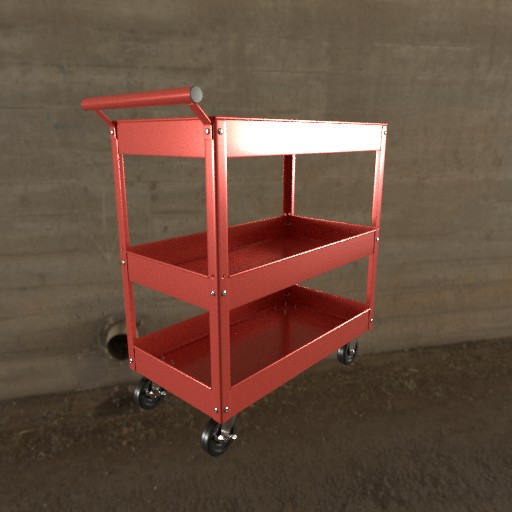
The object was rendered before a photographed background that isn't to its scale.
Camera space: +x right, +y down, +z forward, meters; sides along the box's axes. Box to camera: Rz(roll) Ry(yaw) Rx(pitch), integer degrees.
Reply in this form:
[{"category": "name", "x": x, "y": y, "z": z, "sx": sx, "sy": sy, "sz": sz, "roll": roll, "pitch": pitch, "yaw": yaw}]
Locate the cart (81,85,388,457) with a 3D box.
[{"category": "cart", "x": 0.000, "y": 0.000, "z": 1.189, "sx": 0.366, "sy": 0.780, "sz": 0.719, "roll": 13, "pitch": 20, "yaw": 40}]
